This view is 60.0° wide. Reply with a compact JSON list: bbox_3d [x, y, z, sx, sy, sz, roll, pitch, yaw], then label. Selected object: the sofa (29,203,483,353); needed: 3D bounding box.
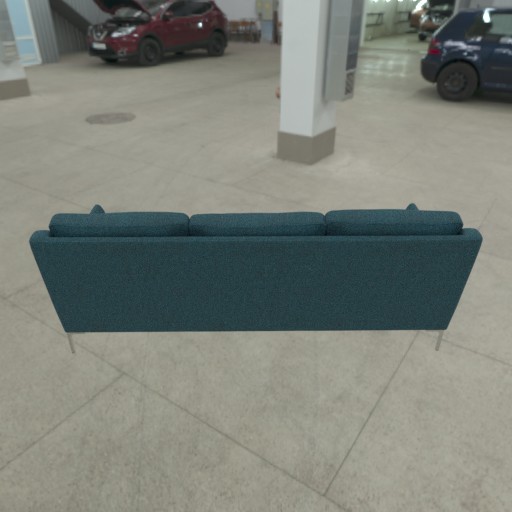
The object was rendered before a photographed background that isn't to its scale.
[{"bbox_3d":[0.000,0.000,2.500,2.060,0.837,0.849,0,30,-1],"label":"sofa"}]
